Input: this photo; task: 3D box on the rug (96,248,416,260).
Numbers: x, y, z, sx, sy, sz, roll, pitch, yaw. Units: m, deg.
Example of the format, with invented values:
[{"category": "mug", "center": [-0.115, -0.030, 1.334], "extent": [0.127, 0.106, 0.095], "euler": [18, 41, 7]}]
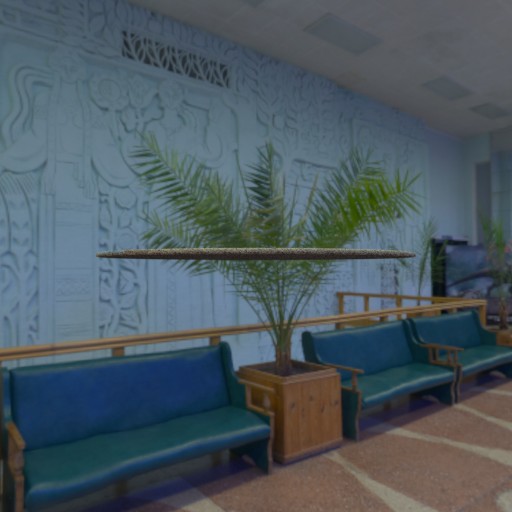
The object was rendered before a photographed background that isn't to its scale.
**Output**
[{"category": "rug", "center": [0.000, 0.000, 3.614], "extent": [2.461, 0.033, 2.461], "euler": [0, -1, 0]}]
